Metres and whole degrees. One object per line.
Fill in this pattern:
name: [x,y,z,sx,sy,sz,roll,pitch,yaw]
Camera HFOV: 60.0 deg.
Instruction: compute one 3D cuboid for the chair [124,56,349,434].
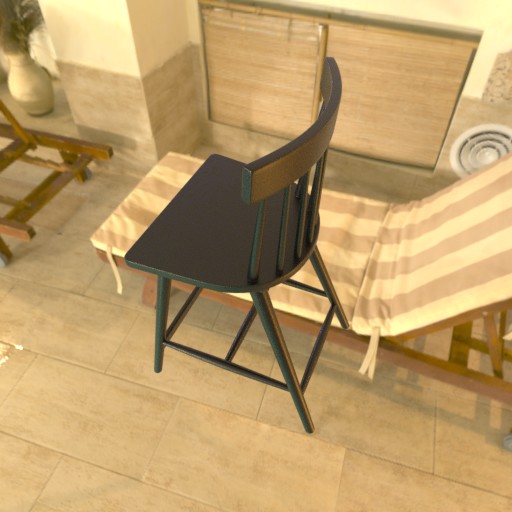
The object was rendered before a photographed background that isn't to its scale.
chair: [0.000,0.000,1.239,0.572,0.952,0.483,17,49,15]
